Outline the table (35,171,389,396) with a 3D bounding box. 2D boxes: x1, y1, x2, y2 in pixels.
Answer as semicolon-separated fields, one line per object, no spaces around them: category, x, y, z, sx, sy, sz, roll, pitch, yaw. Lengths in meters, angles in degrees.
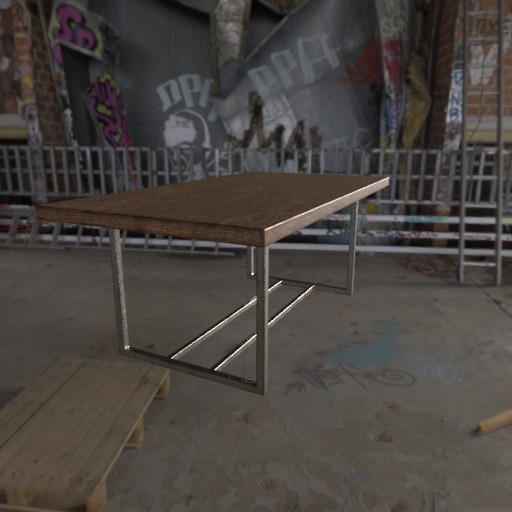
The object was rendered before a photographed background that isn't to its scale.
table;0.000;0.000;2.590;1.078;0.795;1.989;8;17;26
